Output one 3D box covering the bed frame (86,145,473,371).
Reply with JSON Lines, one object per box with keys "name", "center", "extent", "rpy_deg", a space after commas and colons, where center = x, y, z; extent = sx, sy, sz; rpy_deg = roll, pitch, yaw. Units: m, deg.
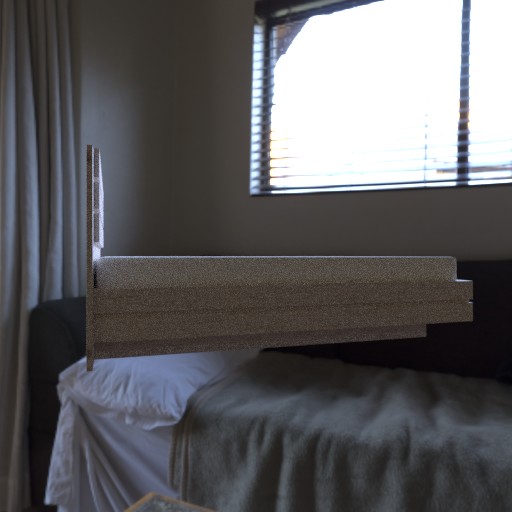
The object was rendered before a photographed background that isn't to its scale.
{"name": "bed frame", "center": [0.000, 0.000, 3.019], "extent": [2.080, 0.970, 1.750], "rpy_deg": [0, 0, -18]}
